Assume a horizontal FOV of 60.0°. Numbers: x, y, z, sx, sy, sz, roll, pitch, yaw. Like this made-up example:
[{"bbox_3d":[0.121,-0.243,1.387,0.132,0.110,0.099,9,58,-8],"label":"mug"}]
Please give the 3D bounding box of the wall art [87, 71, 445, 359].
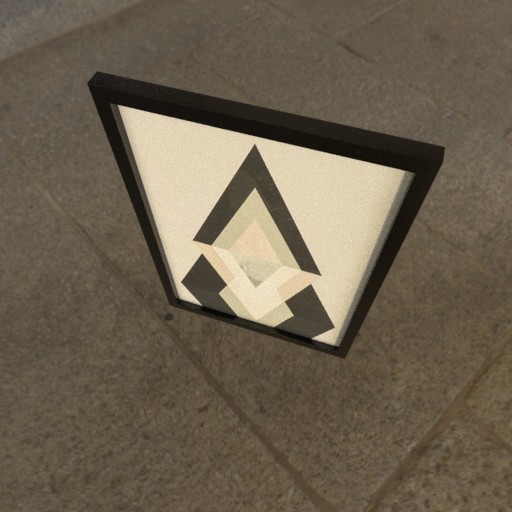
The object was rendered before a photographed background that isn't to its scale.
[{"bbox_3d":[0.000,0.000,0.570,0.314,0.455,0.019,15,59,10],"label":"wall art"}]
